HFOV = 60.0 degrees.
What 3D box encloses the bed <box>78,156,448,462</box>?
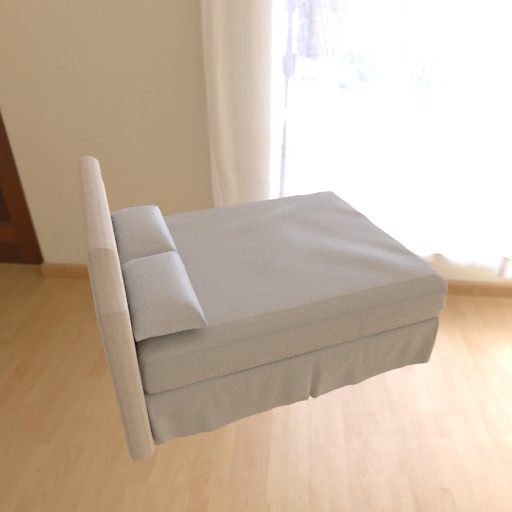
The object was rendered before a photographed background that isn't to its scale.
[{"bbox_3d":[0.000,0.000,3.206,2.164,1.297,1.828,-11,33,-17],"label":"bed"}]
